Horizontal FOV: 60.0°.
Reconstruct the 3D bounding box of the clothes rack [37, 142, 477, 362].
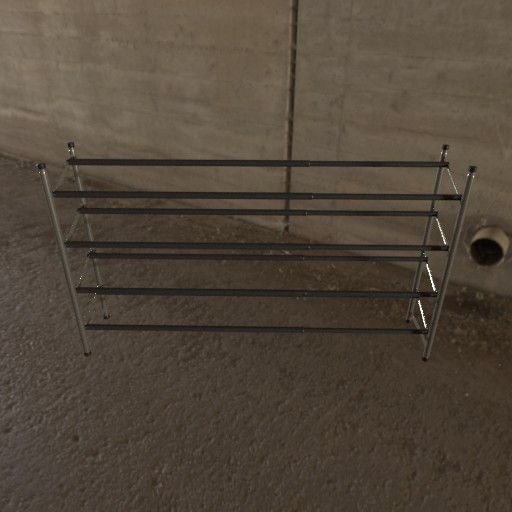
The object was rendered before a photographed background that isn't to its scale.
[{"bbox_3d":[0.000,0.000,1.428,1.168,0.672,0.229,1,30,1],"label":"clothes rack"}]
